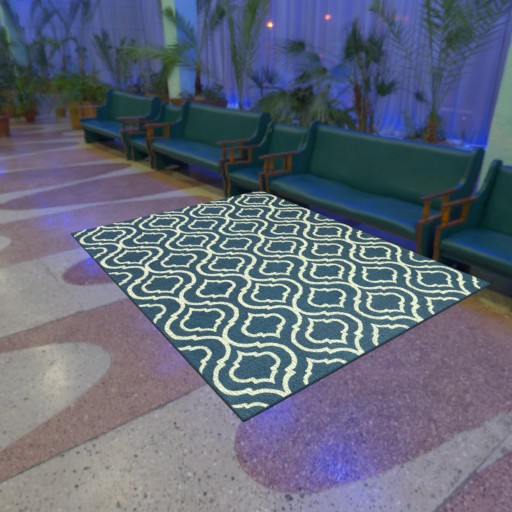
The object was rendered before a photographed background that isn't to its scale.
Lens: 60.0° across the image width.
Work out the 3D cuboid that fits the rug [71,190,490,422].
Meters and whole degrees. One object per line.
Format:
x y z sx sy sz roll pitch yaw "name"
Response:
0.000 0.000 3.782 2.270 0.020 2.881 -18 31 -32 "rug"
